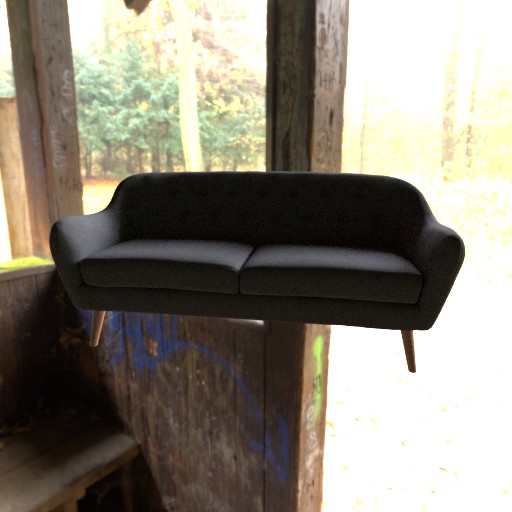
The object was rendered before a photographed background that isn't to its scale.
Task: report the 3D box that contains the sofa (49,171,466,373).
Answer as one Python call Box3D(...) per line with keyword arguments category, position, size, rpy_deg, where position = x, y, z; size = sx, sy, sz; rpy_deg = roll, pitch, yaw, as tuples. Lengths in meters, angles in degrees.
Box3D(category="sofa", position=(0.000, 0.000, 2.279), size=(1.840, 0.820, 0.820), rpy_deg=(2, 14, 10))
